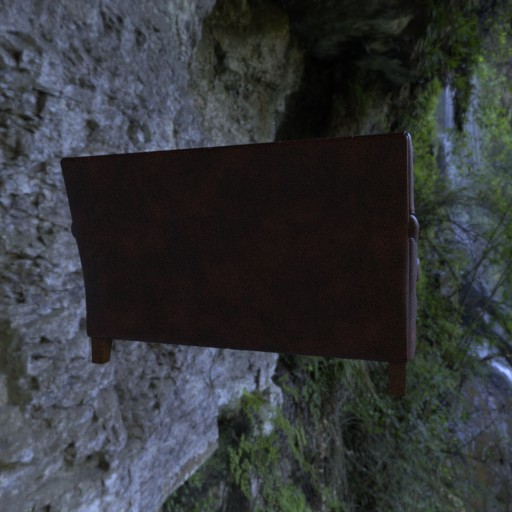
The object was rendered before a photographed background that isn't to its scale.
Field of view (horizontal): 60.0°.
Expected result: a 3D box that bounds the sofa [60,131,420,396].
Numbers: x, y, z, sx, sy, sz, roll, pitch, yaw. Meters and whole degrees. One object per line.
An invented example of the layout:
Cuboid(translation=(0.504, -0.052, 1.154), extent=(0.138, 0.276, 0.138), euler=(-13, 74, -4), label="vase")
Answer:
Cuboid(translation=(0.000, 0.000, 2.309), extent=(1.628, 1.070, 1.148), euler=(1, 2, 19), label="sofa")
